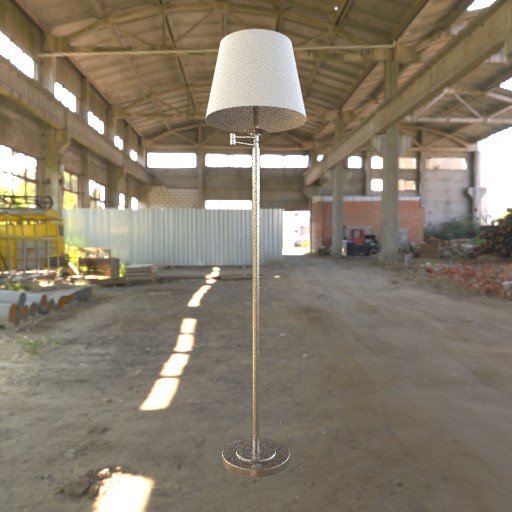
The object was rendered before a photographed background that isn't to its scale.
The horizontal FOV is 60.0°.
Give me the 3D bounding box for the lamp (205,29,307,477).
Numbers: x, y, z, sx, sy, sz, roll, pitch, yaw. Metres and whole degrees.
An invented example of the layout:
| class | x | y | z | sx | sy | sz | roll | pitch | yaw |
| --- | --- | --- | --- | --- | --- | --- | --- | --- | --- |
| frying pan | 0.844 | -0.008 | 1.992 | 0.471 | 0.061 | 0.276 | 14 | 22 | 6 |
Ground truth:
| class | x | y | z | sx | sy | sz | roll | pitch | yaw |
| --- | --- | --- | --- | --- | --- | --- | --- | --- | --- |
| lamp | 0.000 | 0.000 | 1.580 | 0.355 | 1.473 | 0.355 | 0 | 2 | 0 |
